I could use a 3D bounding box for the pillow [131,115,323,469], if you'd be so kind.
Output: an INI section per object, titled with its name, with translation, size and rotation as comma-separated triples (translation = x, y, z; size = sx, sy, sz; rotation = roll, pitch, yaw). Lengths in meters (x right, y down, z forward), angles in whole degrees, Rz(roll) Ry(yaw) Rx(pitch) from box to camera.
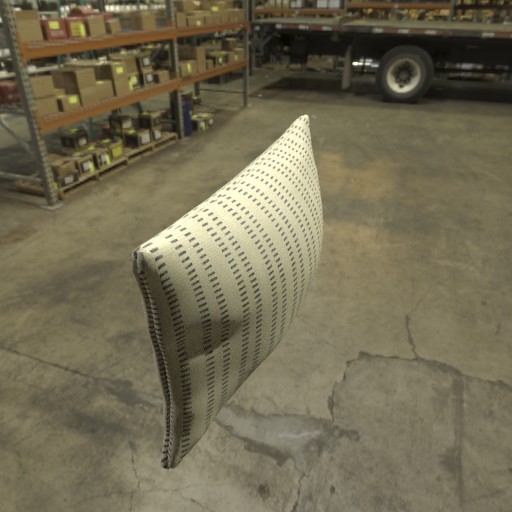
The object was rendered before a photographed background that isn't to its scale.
[pillow]
translation = 0.000, 0.000, 0.780
size = 0.210, 0.353, 0.640
rotation = 11, 32, 18
